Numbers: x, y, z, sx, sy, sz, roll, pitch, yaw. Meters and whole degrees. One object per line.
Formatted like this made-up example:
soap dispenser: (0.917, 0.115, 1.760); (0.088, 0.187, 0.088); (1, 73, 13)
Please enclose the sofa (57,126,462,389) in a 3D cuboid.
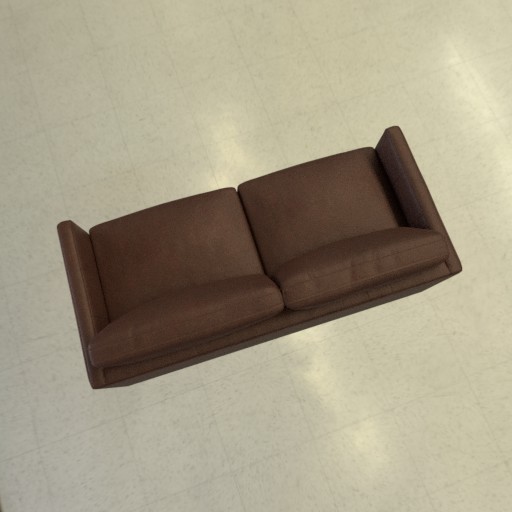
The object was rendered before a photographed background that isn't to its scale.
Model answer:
sofa: (0.000, 0.000, 2.539); (1.971, 0.863, 0.923); (-17, 76, -4)
